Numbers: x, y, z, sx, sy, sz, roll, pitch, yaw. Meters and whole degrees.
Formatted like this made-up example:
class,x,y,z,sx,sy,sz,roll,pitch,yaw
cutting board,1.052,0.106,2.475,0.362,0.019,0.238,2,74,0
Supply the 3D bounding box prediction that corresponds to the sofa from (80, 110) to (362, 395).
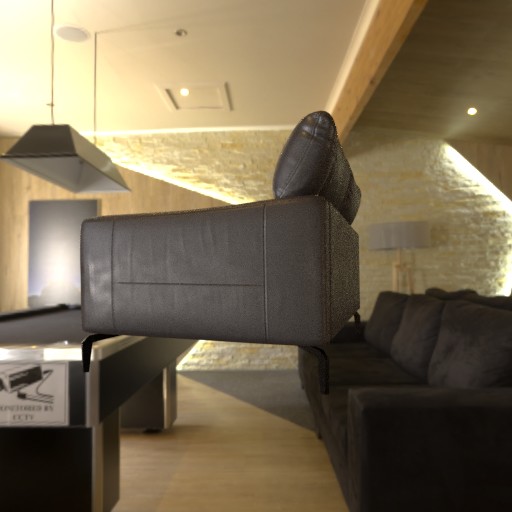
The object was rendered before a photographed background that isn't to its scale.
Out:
class,x,y,z,sx,sy,sz,roll,pitch,yaw
sofa,0.000,0.000,2.217,0.958,0.920,1.596,-1,-2,17
